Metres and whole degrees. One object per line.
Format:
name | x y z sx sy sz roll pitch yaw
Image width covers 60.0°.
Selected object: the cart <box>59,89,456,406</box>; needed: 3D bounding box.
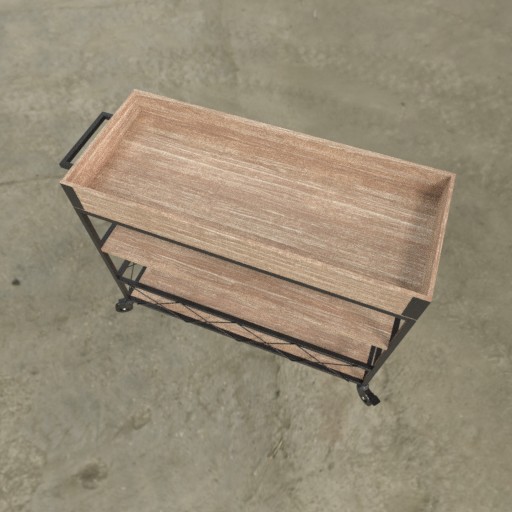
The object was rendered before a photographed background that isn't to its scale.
cart | 0.000 0.000 1.497 1.101 0.787 0.500 18 60 11
